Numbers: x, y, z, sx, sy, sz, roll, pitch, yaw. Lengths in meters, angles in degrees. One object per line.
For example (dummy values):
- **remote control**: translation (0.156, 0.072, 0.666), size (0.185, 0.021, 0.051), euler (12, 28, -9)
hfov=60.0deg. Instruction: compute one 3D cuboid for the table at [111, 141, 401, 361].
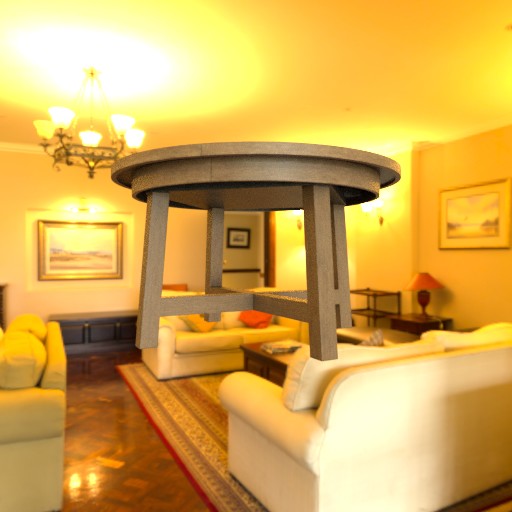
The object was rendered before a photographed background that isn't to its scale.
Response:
- **table**: translation (0.000, 0.000, 2.120), size (1.319, 0.762, 1.319), euler (0, 0, 0)
